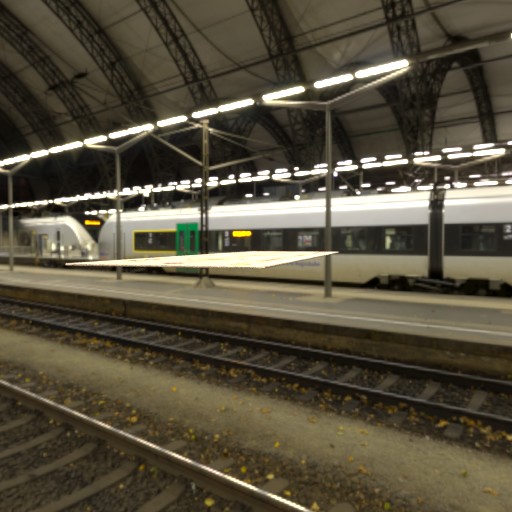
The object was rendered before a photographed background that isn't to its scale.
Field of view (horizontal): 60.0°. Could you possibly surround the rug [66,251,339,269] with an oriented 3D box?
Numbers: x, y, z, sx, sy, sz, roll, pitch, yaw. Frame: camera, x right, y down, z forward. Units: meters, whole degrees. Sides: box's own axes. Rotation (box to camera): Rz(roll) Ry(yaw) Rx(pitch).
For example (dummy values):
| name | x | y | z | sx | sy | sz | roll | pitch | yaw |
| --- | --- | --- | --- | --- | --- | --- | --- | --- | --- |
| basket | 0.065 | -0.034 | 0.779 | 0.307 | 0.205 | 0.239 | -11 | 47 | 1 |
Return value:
| name | x | y | z | sx | sy | sz | roll | pitch | yaw |
| --- | --- | --- | --- | --- | --- | --- | --- | --- | --- |
| rug | 0.000 | 0.000 | 2.699 | 0.766 | 0.008 | 2.432 | 0 | 2 | 16 |
